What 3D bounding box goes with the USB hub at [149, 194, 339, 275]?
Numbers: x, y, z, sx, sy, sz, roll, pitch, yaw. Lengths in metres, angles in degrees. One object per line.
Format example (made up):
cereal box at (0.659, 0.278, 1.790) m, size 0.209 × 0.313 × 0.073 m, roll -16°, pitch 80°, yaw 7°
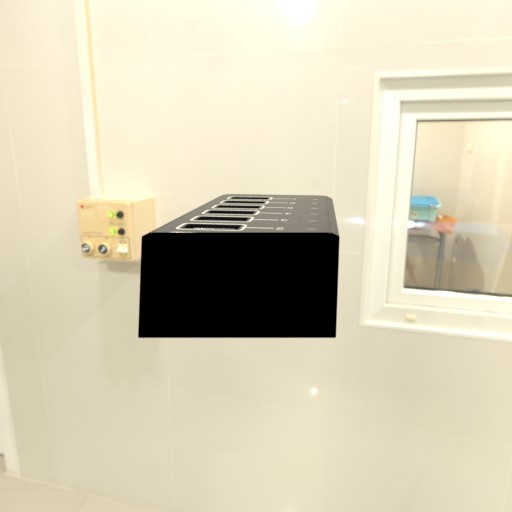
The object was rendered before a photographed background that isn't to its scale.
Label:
USB hub at (0.000, 0.000, 0.126) m, size 0.044 × 0.023 × 0.110 m, roll 2°, pitch 14°, yaw 8°
